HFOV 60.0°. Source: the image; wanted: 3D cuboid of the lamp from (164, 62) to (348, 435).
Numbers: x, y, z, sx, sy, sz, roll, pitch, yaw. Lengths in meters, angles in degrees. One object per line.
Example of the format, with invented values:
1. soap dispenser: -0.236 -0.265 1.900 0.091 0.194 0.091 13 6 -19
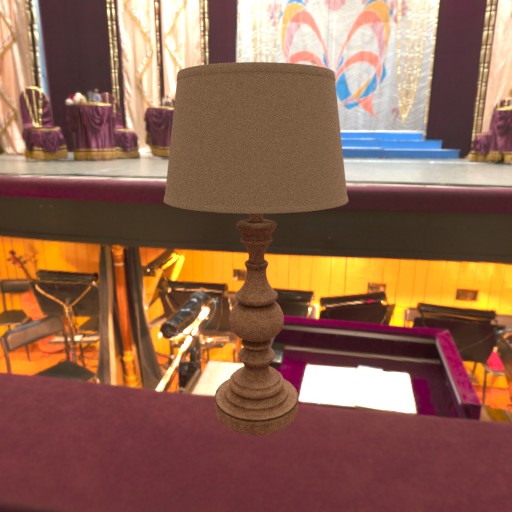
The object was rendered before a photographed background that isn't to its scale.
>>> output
1. lamp: 0.000 0.000 0.860 0.340 0.678 0.340 0 15 0
